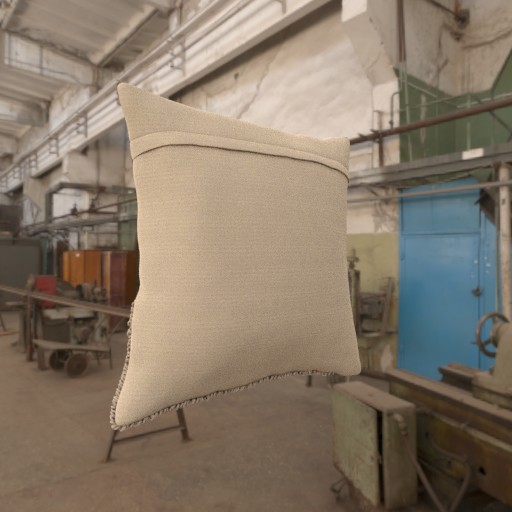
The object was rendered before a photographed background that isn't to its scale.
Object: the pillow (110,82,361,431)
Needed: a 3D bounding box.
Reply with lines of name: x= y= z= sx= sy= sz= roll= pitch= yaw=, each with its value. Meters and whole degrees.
pillow: x=0.000 y=0.000 z=0.730 sx=0.475 sy=0.473 sz=0.178 roll=1 pitch=-1 yaw=-37
